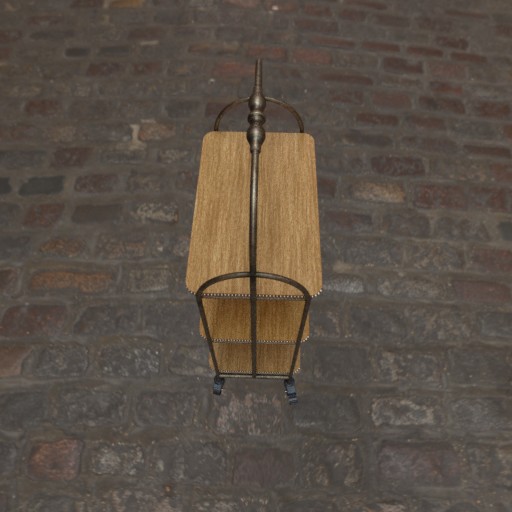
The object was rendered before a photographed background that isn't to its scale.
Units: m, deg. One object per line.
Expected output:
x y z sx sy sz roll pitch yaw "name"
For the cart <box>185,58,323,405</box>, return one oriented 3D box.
0.000 0.000 1.342 0.330 1.052 0.650 1 59 1 "cart"
